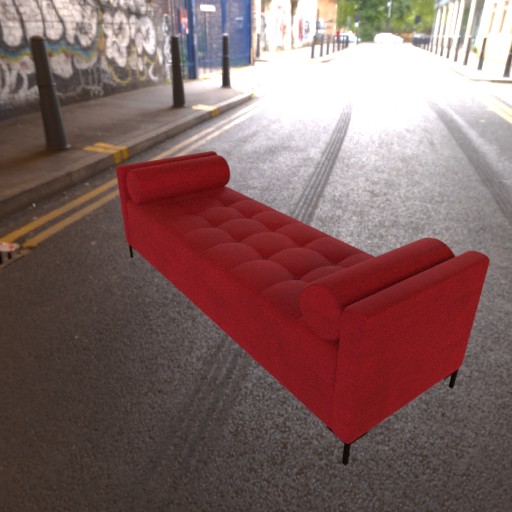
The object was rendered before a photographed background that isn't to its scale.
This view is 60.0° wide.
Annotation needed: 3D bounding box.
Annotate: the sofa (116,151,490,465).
[{"bbox_3d":[0.000,0.000,2.277,0.686,0.635,1.981,-18,32,-31],"label":"sofa"}]
